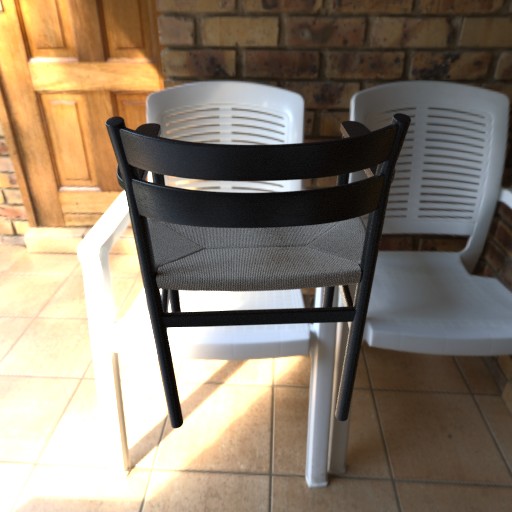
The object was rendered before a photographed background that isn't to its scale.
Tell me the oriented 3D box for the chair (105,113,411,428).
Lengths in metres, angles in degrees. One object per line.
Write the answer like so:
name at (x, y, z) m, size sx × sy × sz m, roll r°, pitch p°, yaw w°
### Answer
chair at (0.000, 0.000, 1.152) m, size 0.630 × 0.775 × 0.508 m, roll -1°, pitch 29°, yaw -3°
